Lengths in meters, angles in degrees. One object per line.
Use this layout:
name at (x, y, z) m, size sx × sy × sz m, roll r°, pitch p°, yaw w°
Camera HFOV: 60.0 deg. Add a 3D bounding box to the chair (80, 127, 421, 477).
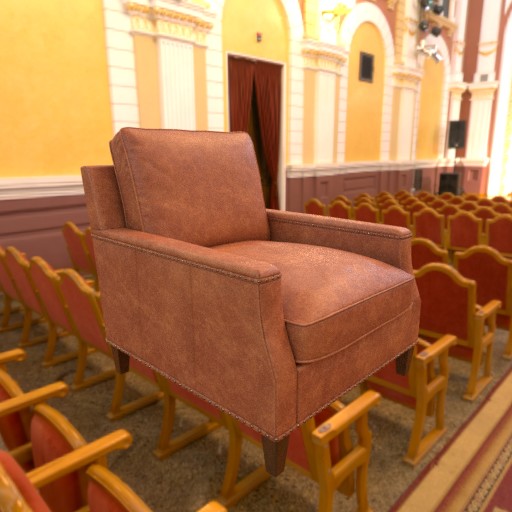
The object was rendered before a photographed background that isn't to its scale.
chair at (0.000, 0.000, 1.677) m, size 1.014 × 0.943 × 0.853 m, roll 13°, pitch 19°, yaw 42°
